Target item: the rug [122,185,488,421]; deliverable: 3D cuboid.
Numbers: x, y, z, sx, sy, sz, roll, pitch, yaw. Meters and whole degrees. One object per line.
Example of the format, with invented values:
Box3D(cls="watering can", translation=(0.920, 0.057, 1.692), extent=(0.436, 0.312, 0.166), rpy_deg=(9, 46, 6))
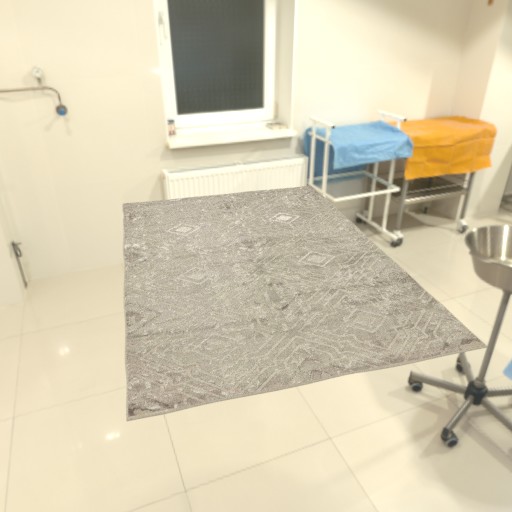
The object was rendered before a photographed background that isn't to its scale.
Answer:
Box3D(cls="rug", translation=(0.000, 0.000, 4.218), extent=(2.448, 0.020, 3.359), rpy_deg=(-7, 30, -13))
